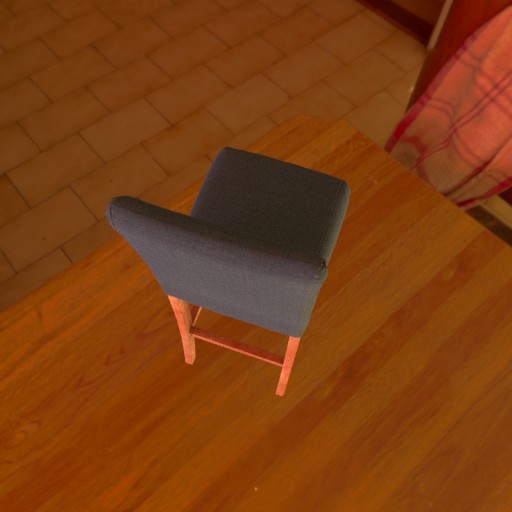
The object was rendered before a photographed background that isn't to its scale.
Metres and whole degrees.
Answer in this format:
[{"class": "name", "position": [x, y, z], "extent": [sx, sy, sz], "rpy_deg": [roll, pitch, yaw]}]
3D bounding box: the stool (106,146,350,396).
[{"class": "stool", "position": [0.000, 0.000, 1.390], "extent": [0.454, 1.088, 0.574], "rpy_deg": [17, 64, 9]}]
